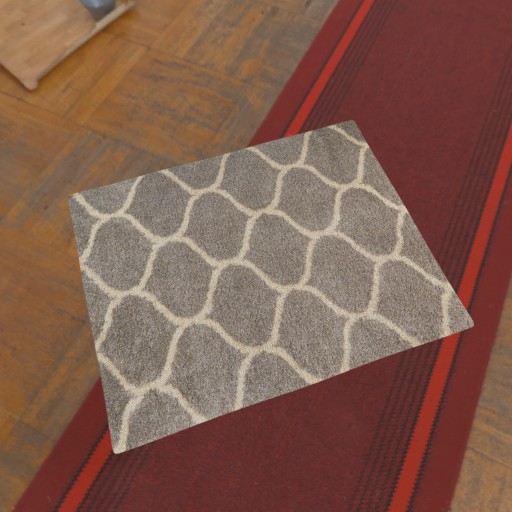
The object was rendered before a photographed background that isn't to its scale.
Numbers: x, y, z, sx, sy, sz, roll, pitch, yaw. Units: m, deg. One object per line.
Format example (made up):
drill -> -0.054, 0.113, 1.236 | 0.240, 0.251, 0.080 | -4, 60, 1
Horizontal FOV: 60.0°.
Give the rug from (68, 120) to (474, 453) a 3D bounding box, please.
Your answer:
rug -> 0.000, 0.000, 3.949 | 3.000, 0.026, 2.399 | -17, 64, -9
